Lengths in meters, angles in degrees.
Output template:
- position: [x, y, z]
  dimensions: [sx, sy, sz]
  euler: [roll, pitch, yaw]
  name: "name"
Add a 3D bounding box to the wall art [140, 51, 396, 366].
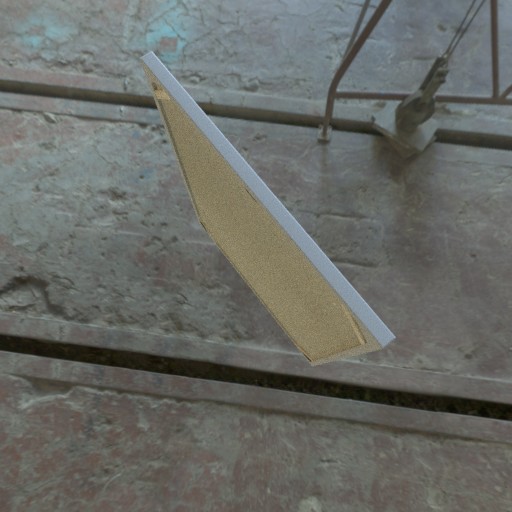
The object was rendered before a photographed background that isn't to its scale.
- position: [0.000, 0.000, 1.610]
  dimensions: [0.038, 1.212, 0.914]
  euler: [-37, 77, -10]
  name: "wall art"
